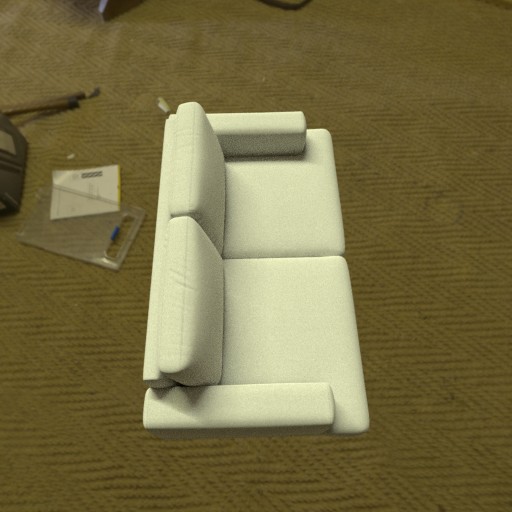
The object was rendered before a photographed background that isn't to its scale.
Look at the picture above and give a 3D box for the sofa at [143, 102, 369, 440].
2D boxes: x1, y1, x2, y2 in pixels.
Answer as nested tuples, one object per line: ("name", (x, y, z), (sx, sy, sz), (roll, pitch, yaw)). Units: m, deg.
("sofa", (0.000, 0.000, 2.171), (0.915, 0.810, 1.651), (-1, 63, -1))
